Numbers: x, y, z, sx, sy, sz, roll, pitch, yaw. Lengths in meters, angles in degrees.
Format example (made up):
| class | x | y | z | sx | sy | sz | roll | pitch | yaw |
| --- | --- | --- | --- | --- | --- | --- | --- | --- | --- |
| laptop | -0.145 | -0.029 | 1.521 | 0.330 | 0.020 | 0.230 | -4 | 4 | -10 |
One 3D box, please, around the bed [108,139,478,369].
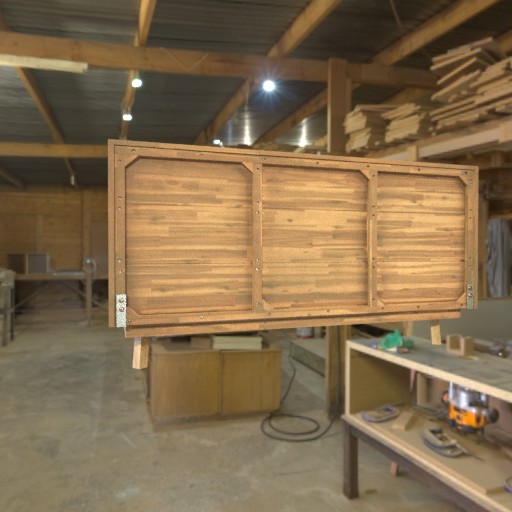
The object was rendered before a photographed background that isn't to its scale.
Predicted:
| class | x | y | z | sx | sy | sz | roll | pitch | yaw |
| --- | --- | --- | --- | --- | --- | --- | --- | --- | --- |
| bed | 0.000 | 0.000 | 3.371 | 2.116 | 1.100 | 2.167 | 0 | 1 | -18 |
